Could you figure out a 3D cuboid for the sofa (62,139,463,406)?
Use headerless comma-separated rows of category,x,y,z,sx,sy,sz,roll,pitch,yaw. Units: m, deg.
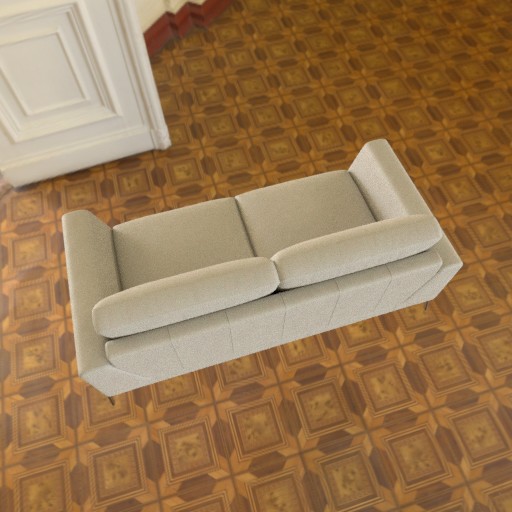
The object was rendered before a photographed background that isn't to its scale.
sofa,0.000,0.000,2.545,2.017,0.875,0.953,-15,61,-9
